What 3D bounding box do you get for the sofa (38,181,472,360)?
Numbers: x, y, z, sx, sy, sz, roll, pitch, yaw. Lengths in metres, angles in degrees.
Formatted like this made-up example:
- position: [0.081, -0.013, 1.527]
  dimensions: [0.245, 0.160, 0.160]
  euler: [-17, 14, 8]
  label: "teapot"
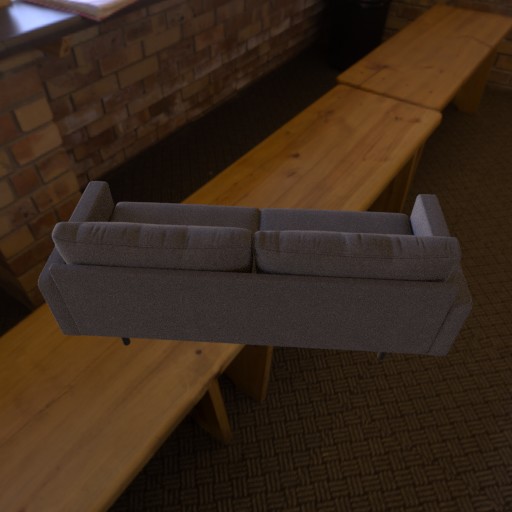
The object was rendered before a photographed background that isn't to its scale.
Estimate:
- position: [0.000, 0.000, 2.543]
  dimensions: [2.100, 0.880, 0.880]
  euler: [3, 46, 3]
  label: "sofa"
